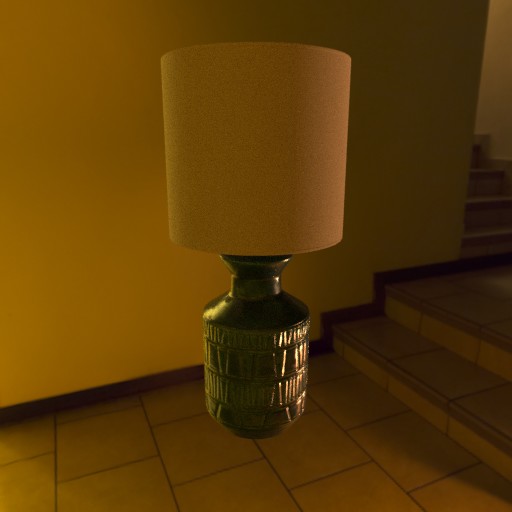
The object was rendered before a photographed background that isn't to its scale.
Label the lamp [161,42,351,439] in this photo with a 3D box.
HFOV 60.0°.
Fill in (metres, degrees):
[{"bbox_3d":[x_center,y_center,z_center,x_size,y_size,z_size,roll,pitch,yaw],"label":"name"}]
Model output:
[{"bbox_3d":[0.000,0.000,0.559,0.211,0.455,0.211,-14,20,-42],"label":"lamp"}]
